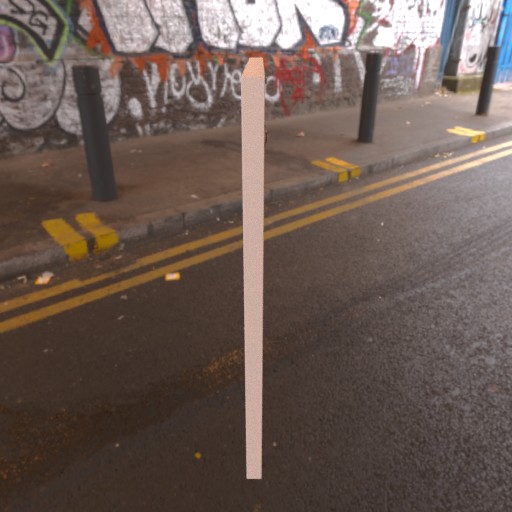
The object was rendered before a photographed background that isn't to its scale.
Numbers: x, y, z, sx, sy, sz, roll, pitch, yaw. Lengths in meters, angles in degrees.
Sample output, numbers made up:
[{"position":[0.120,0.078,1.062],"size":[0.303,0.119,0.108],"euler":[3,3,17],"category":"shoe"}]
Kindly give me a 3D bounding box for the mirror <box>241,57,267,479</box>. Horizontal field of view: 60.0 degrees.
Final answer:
[{"position":[0.000,0.000,1.151],"size":[0.041,0.915,0.609],"euler":[0,27,0],"category":"mirror"}]
